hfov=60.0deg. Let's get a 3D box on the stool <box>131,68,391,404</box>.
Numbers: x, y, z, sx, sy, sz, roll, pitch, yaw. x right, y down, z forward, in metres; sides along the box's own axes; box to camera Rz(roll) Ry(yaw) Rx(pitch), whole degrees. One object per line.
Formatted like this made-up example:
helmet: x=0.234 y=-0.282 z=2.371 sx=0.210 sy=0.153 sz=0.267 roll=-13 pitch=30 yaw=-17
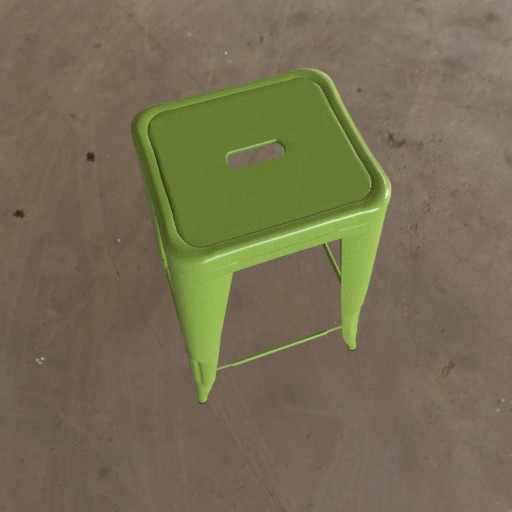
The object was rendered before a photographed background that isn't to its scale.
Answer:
stool: x=0.000 y=0.000 z=0.843 sx=0.398 sy=0.609 sz=0.358 roll=-17 pitch=65 yaw=-8
